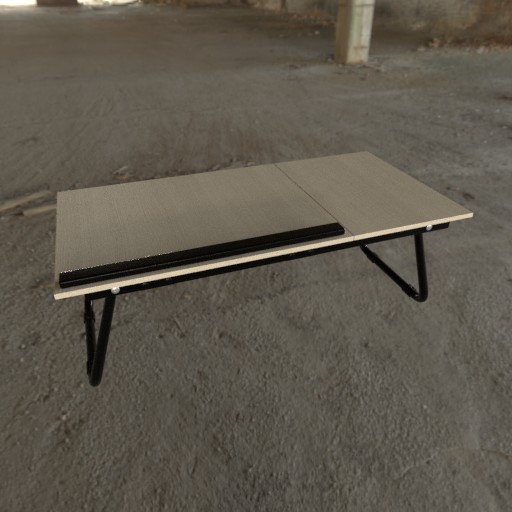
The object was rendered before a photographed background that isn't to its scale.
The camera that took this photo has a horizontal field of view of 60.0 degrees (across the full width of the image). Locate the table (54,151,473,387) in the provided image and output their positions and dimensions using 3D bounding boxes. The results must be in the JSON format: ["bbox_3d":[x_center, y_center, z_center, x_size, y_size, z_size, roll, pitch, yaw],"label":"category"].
[{"bbox_3d":[0.000,0.000,0.818,0.644,0.242,0.322,-11,34,-17],"label":"table"}]
